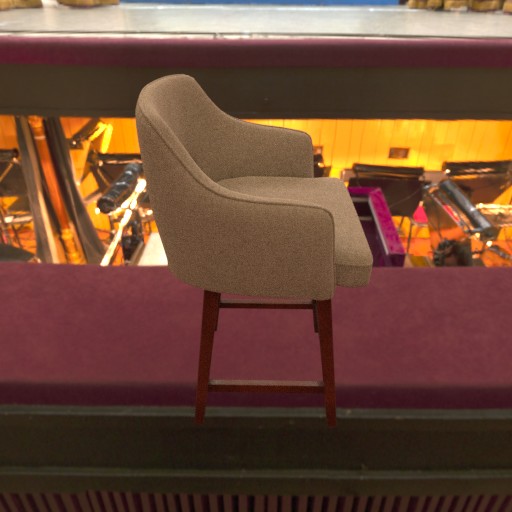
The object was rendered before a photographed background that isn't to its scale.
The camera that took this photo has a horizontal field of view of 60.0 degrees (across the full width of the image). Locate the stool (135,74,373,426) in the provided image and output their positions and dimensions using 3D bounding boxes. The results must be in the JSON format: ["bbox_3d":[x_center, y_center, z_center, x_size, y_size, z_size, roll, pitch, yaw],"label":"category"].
[{"bbox_3d":[0.000,0.000,1.297,0.558,0.944,0.599,1,32,1],"label":"stool"}]
